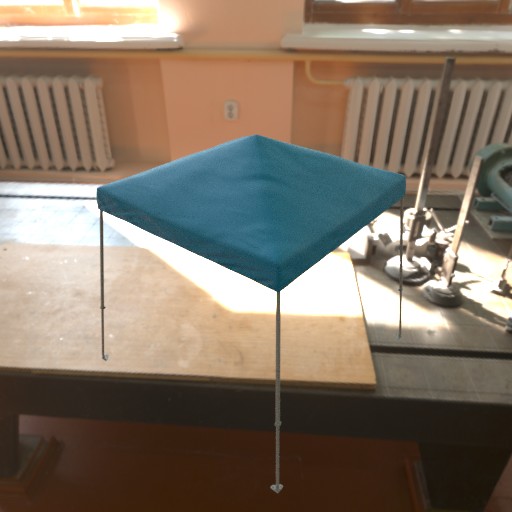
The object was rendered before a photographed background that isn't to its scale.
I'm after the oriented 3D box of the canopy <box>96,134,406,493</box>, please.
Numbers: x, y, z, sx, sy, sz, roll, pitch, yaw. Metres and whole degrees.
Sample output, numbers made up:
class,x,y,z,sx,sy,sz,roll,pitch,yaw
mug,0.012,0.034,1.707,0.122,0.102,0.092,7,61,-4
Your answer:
class,x,y,z,sx,sy,sz,roll,pitch,yaw
canopy,0.000,0.000,5.181,2.849,2.849,2.848,23,38,33
